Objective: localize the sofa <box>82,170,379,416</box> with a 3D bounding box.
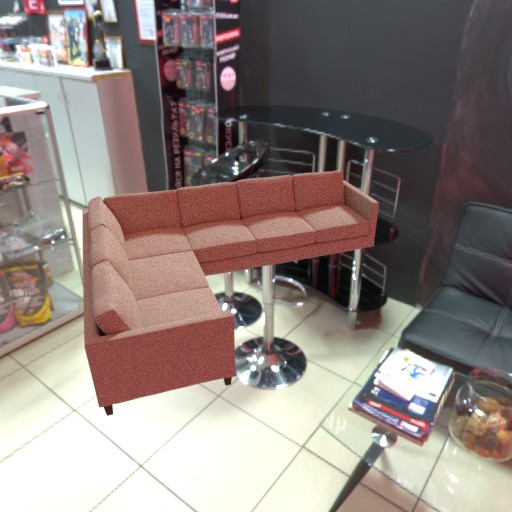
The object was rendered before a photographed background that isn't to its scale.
[{"bbox_3d":[0.000,0.000,4.407,3.182,0.863,2.432,-10,30,-17],"label":"sofa"}]
